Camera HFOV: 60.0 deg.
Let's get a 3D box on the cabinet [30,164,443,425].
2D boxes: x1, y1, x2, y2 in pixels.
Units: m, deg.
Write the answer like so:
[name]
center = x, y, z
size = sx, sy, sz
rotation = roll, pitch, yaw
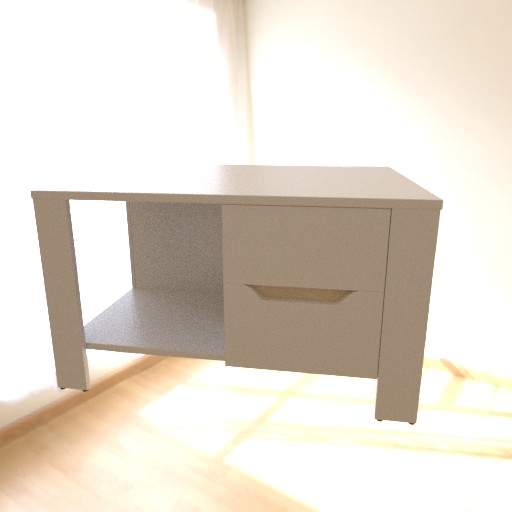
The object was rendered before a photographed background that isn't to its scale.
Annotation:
[cabinet]
center = 0.000, 0.000, 1.280
size = 0.800, 0.460, 0.800
rotation = 3, 16, 9
